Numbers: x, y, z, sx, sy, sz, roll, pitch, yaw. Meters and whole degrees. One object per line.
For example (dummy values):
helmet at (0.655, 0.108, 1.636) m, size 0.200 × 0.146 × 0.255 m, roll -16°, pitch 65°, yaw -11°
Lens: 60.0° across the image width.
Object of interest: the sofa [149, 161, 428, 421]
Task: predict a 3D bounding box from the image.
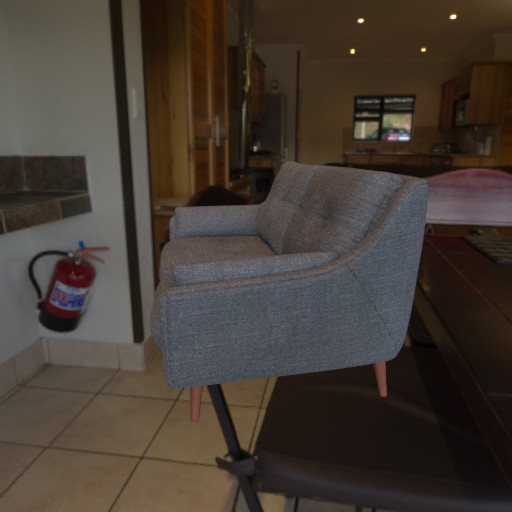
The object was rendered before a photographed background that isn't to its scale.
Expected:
sofa at (0.000, 0.000, 2.208) m, size 0.976 × 0.887 × 1.646 m, roll -2°, pitch 14°, yaw -9°
